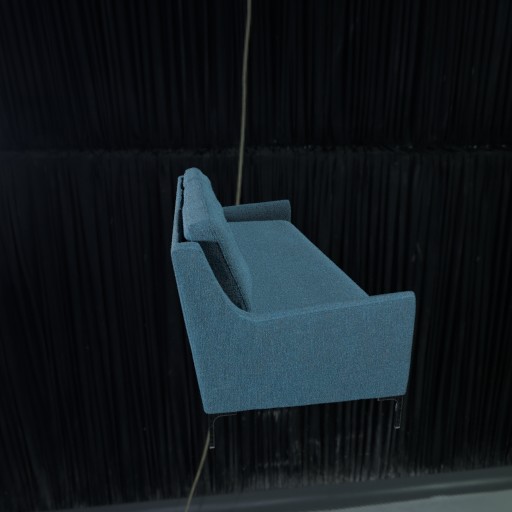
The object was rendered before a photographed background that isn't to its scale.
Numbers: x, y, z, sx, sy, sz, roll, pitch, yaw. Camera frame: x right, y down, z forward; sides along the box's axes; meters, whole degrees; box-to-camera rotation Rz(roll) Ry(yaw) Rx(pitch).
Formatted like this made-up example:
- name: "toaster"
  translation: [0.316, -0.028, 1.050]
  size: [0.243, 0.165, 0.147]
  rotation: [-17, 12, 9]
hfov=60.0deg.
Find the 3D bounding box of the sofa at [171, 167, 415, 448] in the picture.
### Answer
- name: "sofa"
  translation: [0.000, 0.000, 2.484]
  size: [0.849, 0.837, 2.060]
  rotation: [-3, 17, -8]
